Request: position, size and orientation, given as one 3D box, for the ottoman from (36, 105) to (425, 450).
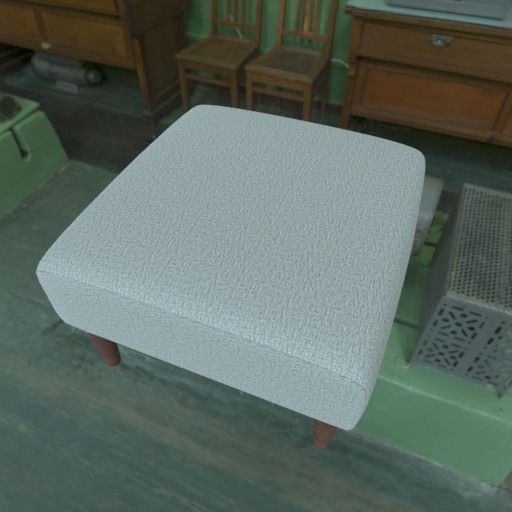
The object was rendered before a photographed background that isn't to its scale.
[{"bbox_3d":[0.000,0.000,1.034,0.649,0.398,0.650,16,49,15],"label":"ottoman"}]
